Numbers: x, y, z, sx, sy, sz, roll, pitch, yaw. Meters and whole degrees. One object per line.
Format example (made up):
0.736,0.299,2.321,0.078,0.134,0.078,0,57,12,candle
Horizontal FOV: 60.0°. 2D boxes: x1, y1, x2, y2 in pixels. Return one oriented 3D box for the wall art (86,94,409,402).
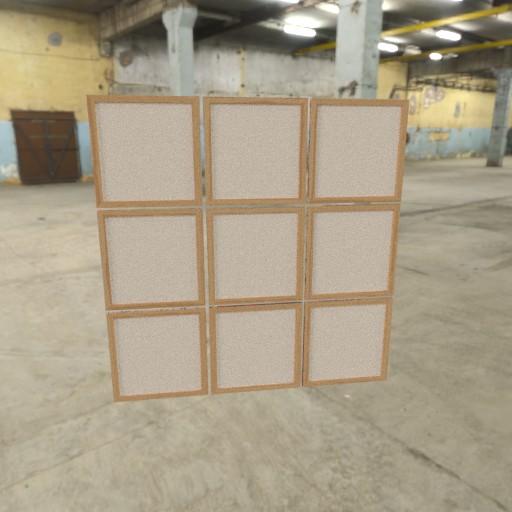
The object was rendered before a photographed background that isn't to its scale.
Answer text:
0.000,0.000,1.349,0.904,0.913,0.013,-2,15,-8,wall art
